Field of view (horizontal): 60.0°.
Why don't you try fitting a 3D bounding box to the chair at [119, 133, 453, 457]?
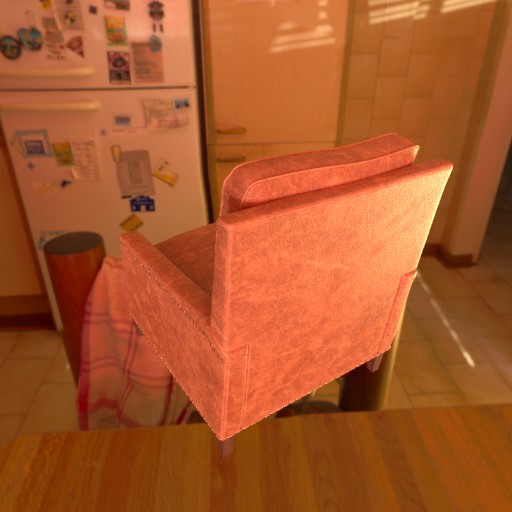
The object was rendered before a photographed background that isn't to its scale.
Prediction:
[{"bbox_3d":[0.000,0.000,1.802,0.854,1.054,1.035,-18,34,-29],"label":"chair"}]
